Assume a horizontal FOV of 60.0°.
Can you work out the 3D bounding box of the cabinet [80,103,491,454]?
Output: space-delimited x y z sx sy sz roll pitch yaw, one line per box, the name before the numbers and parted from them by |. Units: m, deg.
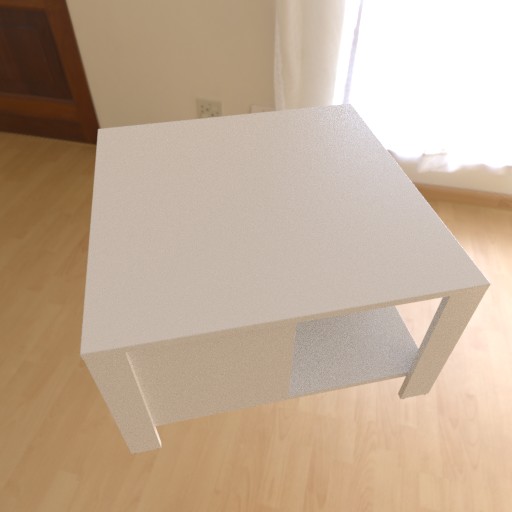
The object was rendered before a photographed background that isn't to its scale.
cabinet | 0.000 0.000 1.273 0.800 0.460 0.800 -8 46 -8
